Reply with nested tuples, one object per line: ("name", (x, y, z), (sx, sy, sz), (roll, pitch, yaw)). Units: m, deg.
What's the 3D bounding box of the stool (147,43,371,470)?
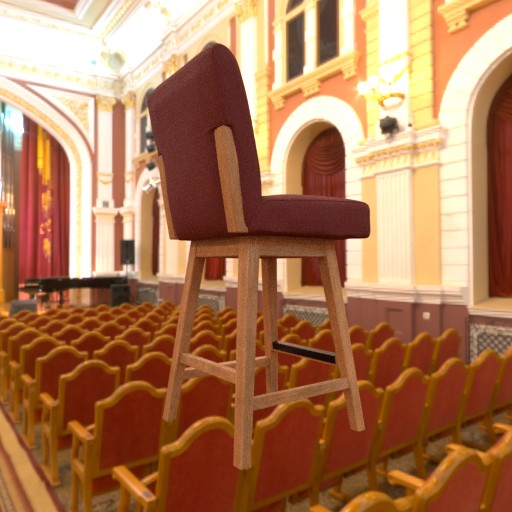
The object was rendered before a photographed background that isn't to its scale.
("stool", (0.000, 0.000, 1.369), (0.562, 1.038, 0.468), (1, -2, -36))
